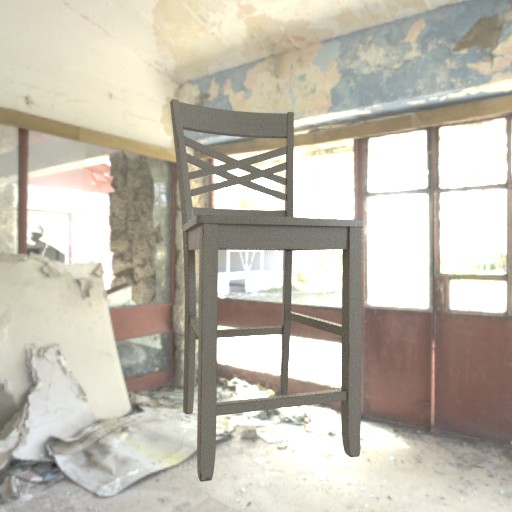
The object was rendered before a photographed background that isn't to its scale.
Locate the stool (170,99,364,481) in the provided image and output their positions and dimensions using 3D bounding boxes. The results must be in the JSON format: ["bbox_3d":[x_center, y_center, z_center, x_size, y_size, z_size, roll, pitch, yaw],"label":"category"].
[{"bbox_3d":[0.000,0.000,1.371,0.462,1.079,0.539,0,0,-18],"label":"stool"}]
